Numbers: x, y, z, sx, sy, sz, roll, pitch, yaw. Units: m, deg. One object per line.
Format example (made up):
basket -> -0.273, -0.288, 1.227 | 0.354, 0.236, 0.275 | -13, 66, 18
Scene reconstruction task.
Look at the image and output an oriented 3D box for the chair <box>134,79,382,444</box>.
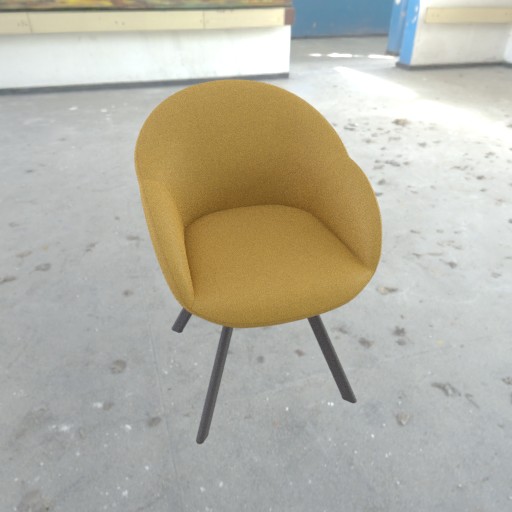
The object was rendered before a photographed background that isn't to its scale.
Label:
chair -> 0.000, 0.000, 1.189 | 0.551, 0.793, 0.583 | -9, 33, -14
